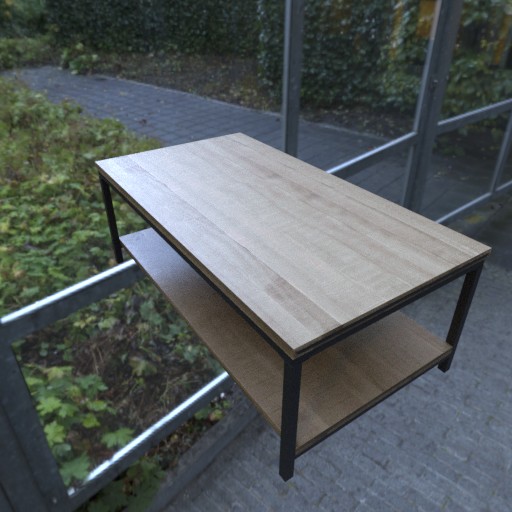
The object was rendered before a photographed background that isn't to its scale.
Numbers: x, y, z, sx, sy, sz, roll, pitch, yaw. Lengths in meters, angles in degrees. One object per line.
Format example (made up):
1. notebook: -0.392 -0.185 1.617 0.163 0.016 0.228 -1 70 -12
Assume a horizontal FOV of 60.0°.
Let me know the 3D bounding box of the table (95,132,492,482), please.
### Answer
1. table: 0.000 0.000 1.346 0.574 0.393 1.062 -20 37 -28
